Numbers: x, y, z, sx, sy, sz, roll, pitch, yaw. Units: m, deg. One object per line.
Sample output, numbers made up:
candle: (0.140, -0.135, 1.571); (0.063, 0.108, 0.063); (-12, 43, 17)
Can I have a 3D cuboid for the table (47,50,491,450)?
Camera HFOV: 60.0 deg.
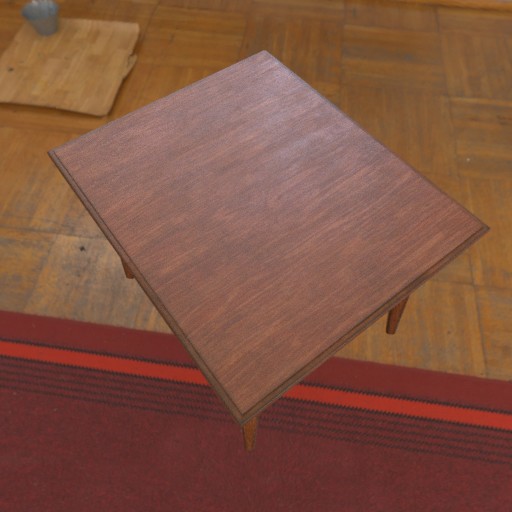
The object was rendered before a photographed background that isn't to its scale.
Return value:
table: (0.000, 0.000, 1.586); (0.838, 0.761, 0.991); (-33, 64, -18)
